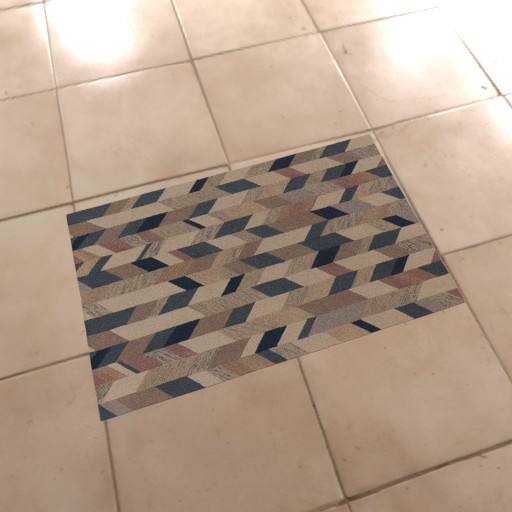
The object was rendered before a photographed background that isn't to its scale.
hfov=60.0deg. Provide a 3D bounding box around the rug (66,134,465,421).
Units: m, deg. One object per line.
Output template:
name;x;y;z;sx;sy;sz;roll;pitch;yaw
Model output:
rug;0.000;0.000;3.084;2.423;0.008;1.513;-16;65;-8
